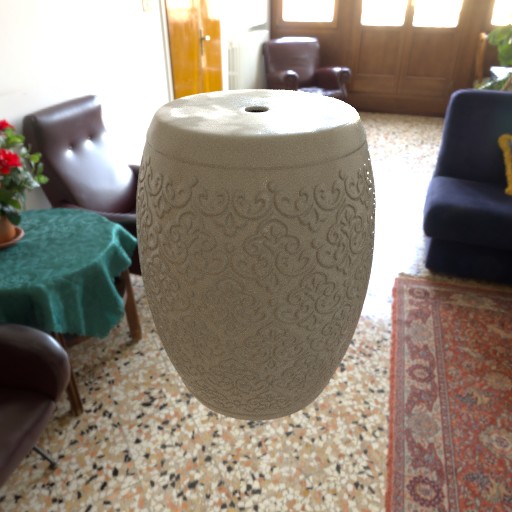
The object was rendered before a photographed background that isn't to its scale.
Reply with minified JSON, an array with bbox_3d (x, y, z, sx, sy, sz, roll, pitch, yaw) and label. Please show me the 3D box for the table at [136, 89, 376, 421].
[{"bbox_3d":[0.000,0.000,0.610,0.309,0.397,0.309,0,31,0],"label":"table"}]
